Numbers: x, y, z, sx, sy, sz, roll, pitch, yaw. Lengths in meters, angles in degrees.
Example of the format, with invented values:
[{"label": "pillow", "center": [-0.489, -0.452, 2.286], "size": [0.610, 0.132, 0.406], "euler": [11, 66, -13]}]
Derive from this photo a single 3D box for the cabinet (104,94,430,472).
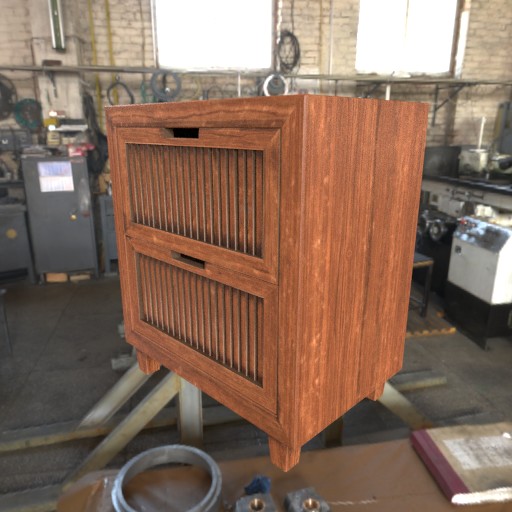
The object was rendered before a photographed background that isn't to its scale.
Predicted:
[{"label": "cabinet", "center": [0.000, 0.000, 1.075], "size": [0.410, 0.695, 0.607], "euler": [-16, 23, -43]}]
